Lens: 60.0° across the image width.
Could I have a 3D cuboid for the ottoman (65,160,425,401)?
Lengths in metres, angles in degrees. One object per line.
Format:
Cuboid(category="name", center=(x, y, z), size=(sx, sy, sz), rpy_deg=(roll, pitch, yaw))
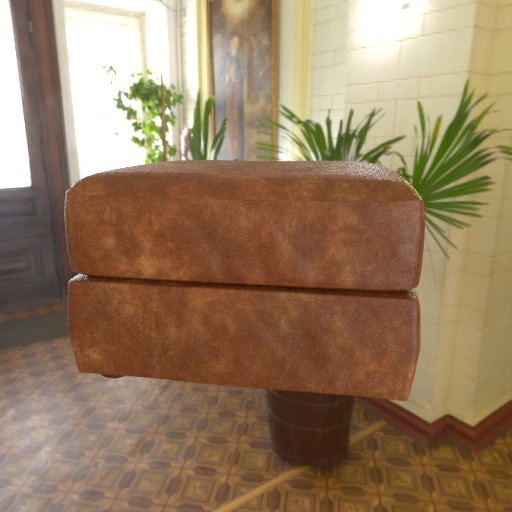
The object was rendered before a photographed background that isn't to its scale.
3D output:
Cuboid(category="ottoman", center=(0.000, 0.000, 1.151), size=(0.751, 0.476, 0.603), rpy_deg=(2, 15, 9))
